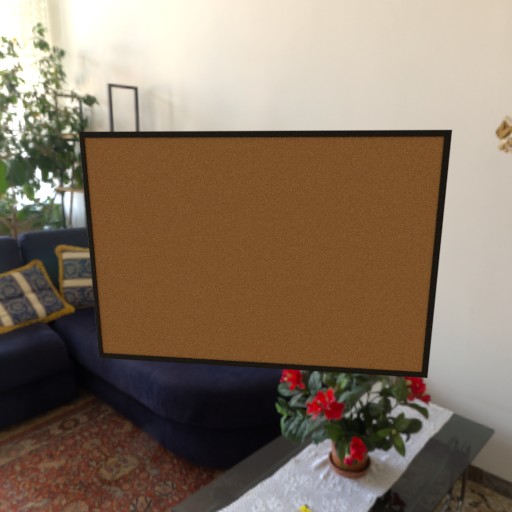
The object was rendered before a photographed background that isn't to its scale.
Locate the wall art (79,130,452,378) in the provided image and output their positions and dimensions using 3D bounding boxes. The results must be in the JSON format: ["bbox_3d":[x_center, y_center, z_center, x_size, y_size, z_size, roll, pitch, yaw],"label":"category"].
[{"bbox_3d":[0.000,0.000,0.843,0.664,0.458,0.013,2,14,7],"label":"wall art"}]
